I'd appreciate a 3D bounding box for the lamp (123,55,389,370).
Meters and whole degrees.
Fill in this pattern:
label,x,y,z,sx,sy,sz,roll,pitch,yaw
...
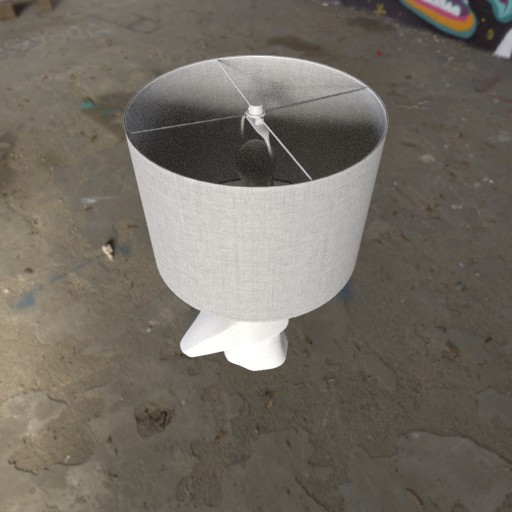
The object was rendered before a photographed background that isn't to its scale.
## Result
label,x,y,z,sx,sy,sz,roll,pitch,yaw
lamp,0.000,0.000,0.686,0.298,0.503,0.298,-16,48,-15
